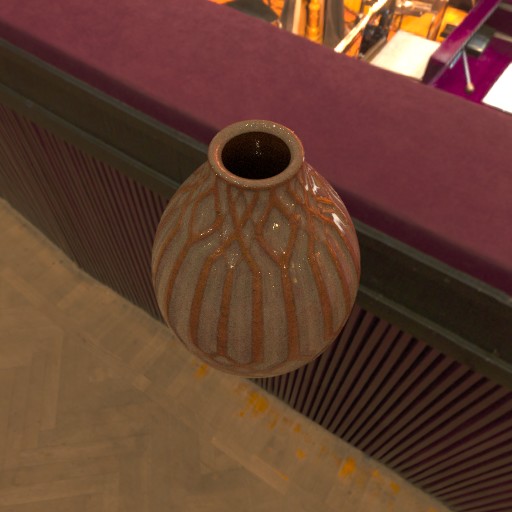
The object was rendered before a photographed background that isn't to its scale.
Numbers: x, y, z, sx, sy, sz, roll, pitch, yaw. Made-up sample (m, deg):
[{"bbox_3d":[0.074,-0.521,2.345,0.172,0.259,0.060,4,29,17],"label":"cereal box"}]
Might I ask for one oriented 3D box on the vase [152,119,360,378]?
[{"bbox_3d":[0.000,0.000,0.275,0.131,0.175,0.131,0,57,0],"label":"vase"}]
